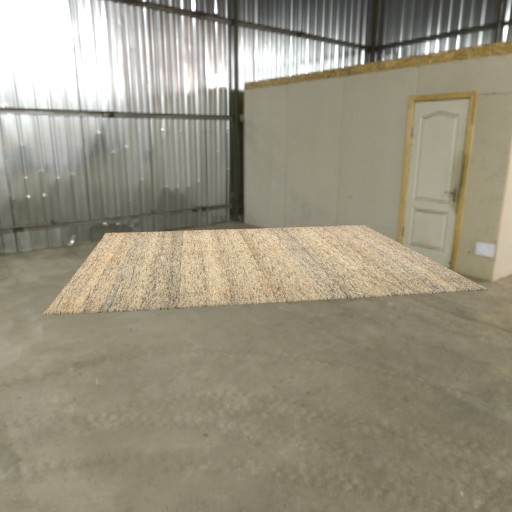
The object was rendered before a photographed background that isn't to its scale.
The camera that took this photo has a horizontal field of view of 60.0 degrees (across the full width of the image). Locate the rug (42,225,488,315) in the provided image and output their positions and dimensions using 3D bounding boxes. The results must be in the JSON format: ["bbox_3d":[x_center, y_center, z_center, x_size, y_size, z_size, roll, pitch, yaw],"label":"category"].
[{"bbox_3d":[0.000,0.000,4.281,3.199,0.036,2.414,-2,16,-8],"label":"rug"}]
